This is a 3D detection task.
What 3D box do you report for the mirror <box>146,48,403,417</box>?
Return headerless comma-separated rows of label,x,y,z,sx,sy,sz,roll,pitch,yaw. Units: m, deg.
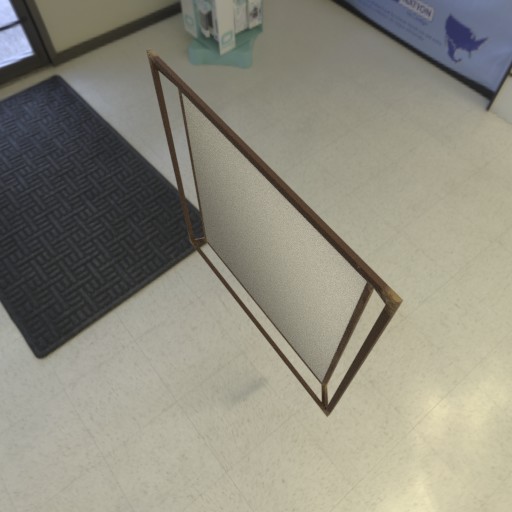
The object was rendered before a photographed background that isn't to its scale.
mirror,0.000,0.000,0.915,0.032,0.610,0.610,-32,63,-18
